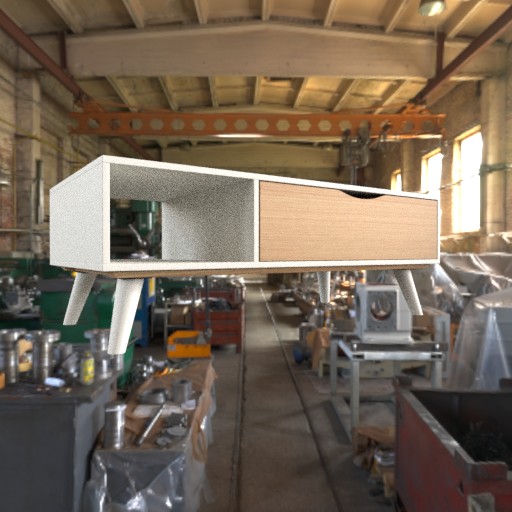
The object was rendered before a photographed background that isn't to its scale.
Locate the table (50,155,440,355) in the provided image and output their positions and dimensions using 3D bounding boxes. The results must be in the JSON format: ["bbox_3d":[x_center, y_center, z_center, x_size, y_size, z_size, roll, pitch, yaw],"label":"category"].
[{"bbox_3d":[0.000,0.000,1.515,1.194,0.432,0.609,0,1,-34],"label":"table"}]
